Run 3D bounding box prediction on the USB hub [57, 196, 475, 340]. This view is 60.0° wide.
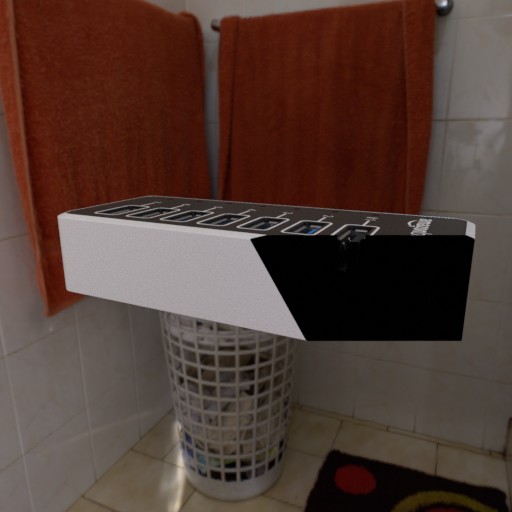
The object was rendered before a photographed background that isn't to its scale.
[{"bbox_3d":[0.000,0.000,0.126,0.110,0.023,0.044,7,17,25],"label":"USB hub"}]
